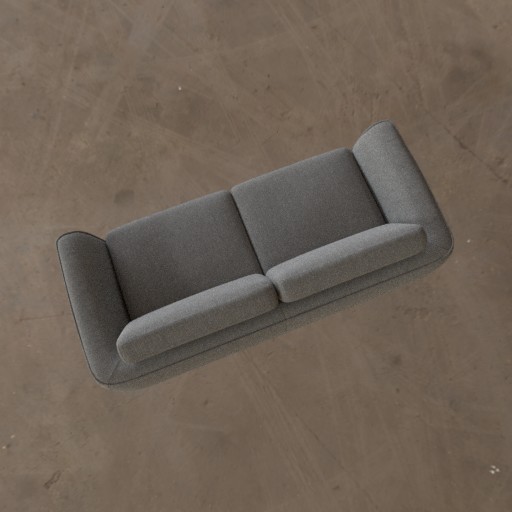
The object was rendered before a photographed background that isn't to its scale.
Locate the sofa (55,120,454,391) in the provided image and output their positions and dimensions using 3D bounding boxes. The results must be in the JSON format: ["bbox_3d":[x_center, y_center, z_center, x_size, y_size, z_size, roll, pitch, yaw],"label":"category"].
[{"bbox_3d":[0.000,0.000,2.505,2.000,0.870,0.920,-21,77,-5],"label":"sofa"}]
